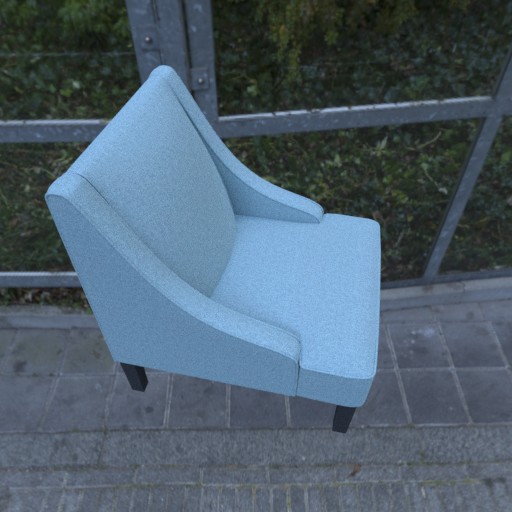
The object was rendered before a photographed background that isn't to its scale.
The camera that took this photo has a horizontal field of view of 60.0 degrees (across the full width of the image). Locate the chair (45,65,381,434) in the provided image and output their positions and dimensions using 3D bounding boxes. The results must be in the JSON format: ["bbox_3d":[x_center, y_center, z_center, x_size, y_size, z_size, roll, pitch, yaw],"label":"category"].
[{"bbox_3d":[0.000,0.000,1.809,1.025,1.133,0.857,9,46,8],"label":"chair"}]
